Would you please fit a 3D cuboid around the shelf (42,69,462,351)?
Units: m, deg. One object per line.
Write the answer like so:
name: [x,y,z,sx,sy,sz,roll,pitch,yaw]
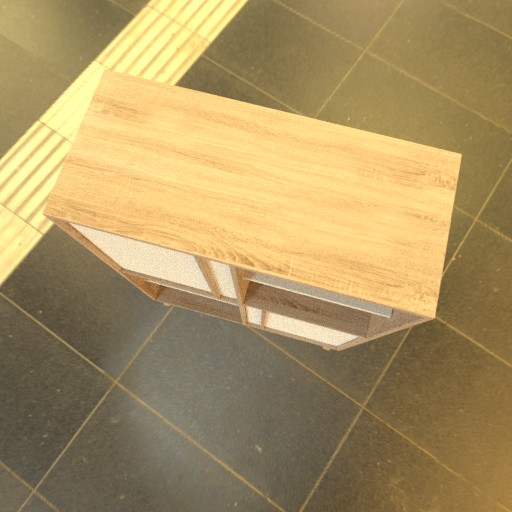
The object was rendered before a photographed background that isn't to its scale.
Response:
shelf: [0.000,0.000,1.811,1.000,1.390,0.450,15,75,4]
